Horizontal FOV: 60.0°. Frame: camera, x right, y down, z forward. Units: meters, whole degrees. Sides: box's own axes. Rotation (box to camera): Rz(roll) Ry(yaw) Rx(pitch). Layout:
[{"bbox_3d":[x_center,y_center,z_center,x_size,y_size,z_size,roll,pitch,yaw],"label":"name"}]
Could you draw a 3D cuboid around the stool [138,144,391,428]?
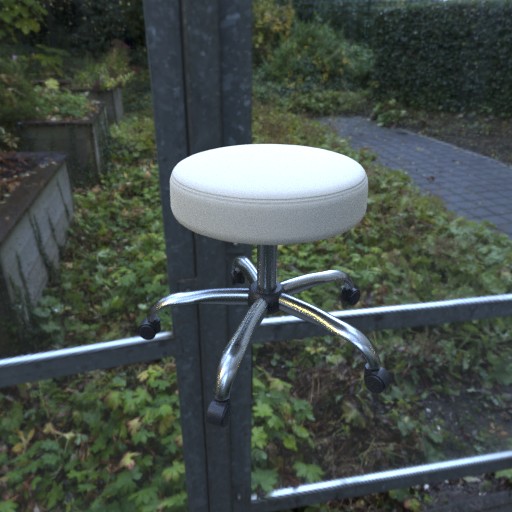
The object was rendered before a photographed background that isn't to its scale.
[{"bbox_3d":[0.000,0.000,1.061,0.614,0.482,0.634,1,26,2],"label":"stool"}]
